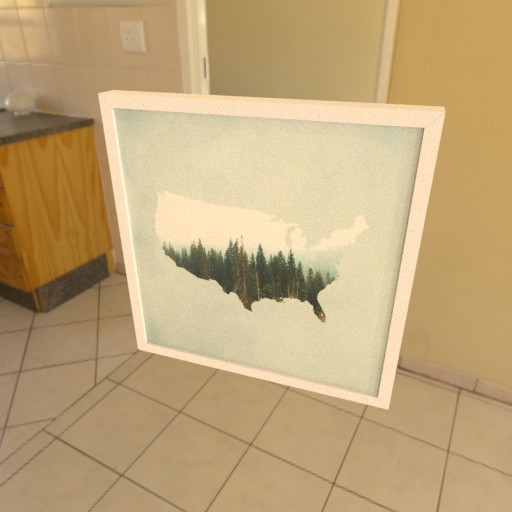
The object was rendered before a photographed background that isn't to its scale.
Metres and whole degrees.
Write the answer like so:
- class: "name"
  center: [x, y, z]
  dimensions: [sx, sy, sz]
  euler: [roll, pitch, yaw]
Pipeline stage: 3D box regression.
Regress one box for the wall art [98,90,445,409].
- class: "wall art"
  center: [0.000, 0.000, 0.452]
  dimensions: [0.304, 0.304, 0.024]
  euler: [9, 29, 17]
